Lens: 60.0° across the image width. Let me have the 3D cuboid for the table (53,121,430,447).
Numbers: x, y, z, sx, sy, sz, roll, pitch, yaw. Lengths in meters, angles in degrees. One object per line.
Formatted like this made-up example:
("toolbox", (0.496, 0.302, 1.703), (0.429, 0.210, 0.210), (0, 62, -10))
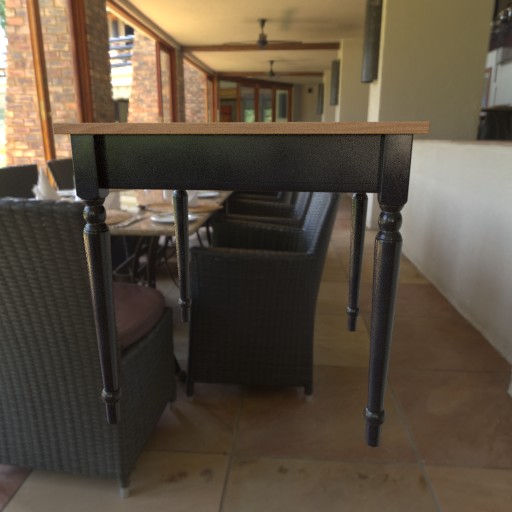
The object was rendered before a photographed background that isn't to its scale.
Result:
("table", (0.000, 0.000, 1.317), (0.747, 0.738, 0.747), (2, 15, 7))
